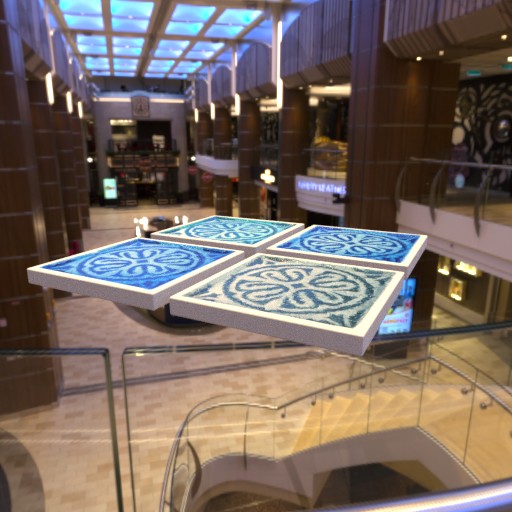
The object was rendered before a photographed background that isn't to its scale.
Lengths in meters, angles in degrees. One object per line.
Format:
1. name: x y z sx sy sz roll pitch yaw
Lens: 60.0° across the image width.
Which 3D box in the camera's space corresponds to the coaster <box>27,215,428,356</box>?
1. coaster: 0.000 0.000 0.329 0.214 0.010 0.219 8 17 26
